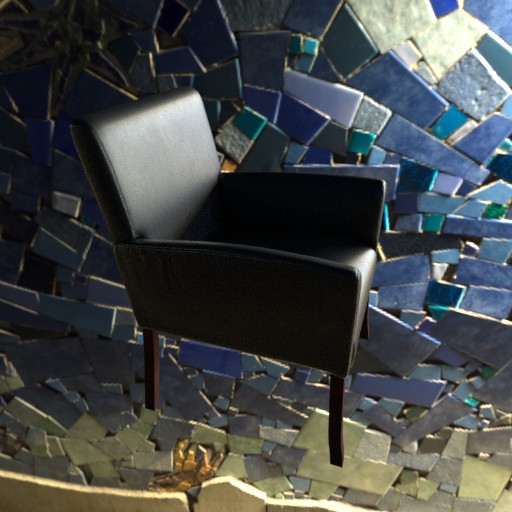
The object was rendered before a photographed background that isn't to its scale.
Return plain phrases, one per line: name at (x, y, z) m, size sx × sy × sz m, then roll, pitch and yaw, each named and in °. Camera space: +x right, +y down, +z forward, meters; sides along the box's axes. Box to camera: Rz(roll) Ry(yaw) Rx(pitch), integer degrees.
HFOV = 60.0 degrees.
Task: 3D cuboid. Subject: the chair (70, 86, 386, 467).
chair at (0.000, 0.000, 1.462) m, size 0.772 × 0.951 × 0.683 m, roll 10°, pitch 31°, yaw 17°
